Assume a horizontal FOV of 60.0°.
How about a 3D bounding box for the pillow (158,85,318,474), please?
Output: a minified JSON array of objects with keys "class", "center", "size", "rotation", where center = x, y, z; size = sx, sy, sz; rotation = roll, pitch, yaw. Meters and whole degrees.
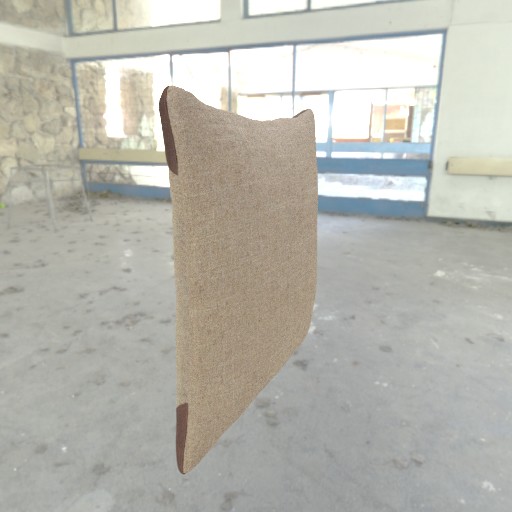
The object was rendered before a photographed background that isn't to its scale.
[{"class":"pillow","center":[0.000,0.000,0.672],"size":[0.147,0.448,0.437],"rotation":[7,17,24]}]
